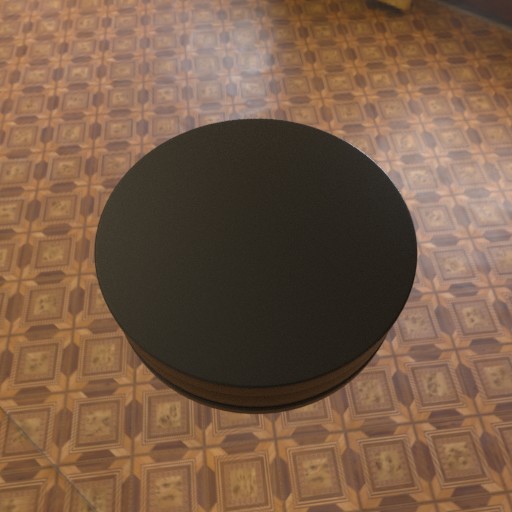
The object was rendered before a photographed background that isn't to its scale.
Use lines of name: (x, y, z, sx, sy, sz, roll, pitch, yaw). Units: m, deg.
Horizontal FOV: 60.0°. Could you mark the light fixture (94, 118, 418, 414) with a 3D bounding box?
light fixture: (0.000, 0.000, 0.431, 0.283, 0.097, 0.283, 0, 59, 0)
